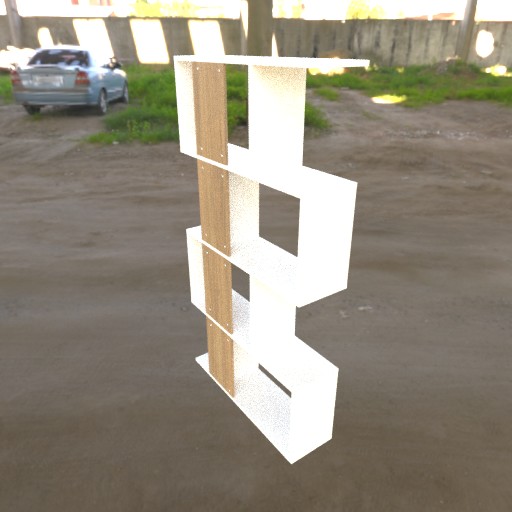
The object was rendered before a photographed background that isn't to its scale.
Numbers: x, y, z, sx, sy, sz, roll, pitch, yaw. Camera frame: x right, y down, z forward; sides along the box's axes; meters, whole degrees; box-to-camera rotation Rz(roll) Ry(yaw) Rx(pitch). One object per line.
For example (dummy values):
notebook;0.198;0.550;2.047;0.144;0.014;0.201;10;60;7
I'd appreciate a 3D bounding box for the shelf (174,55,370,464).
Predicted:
shelf;0.000;0.000;2.020;0.250;1.650;0.890;-17;30;-32
